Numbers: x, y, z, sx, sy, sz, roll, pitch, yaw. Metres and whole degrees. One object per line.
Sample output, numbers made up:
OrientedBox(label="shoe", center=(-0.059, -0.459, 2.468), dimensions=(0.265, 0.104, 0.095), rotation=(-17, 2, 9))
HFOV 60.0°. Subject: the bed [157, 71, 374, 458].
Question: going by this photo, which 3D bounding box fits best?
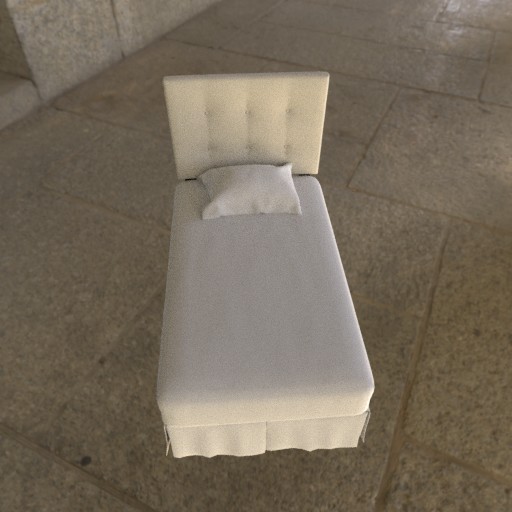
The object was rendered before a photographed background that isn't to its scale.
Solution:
OrientedBox(label="bed", center=(0.000, 0.000, 2.915), dimensions=(1.261, 1.571, 1.997), rotation=(-3, 46, -3))
